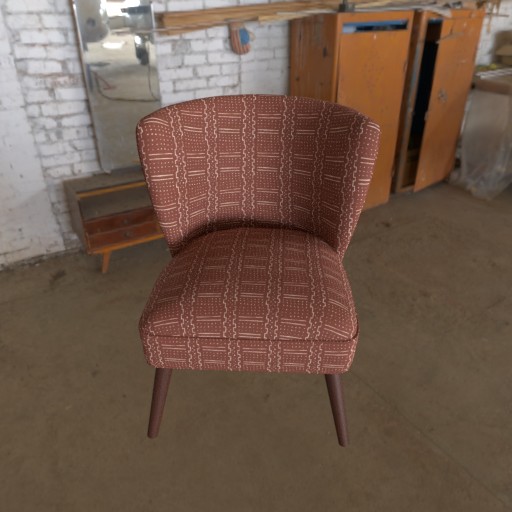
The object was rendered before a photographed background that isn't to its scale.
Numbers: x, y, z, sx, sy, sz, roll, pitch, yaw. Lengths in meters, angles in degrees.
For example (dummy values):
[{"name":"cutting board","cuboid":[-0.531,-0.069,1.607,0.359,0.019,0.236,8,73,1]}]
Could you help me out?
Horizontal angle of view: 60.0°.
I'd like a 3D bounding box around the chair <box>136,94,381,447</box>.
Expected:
[{"name":"chair","cuboid":[0.000,0.000,1.429,0.706,0.866,0.758,1,31,2]}]
